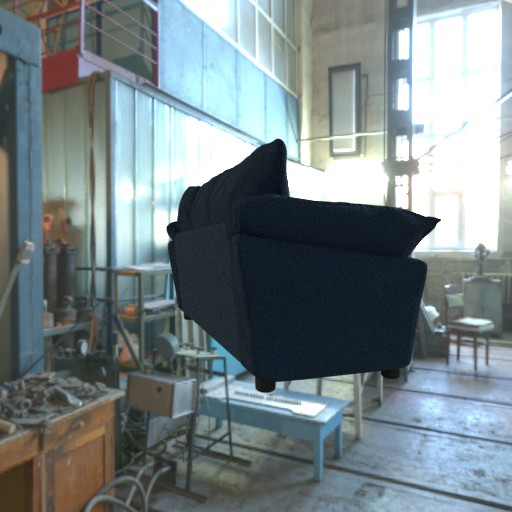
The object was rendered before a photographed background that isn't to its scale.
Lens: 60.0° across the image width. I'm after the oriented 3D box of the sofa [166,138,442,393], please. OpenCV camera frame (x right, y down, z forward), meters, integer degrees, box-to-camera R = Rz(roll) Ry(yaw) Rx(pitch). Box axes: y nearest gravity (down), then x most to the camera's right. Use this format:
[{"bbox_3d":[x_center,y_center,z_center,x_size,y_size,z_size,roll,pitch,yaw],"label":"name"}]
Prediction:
[{"bbox_3d":[0.000,0.000,2.860,0.907,1.091,2.390,0,1,-18],"label":"sofa"}]
